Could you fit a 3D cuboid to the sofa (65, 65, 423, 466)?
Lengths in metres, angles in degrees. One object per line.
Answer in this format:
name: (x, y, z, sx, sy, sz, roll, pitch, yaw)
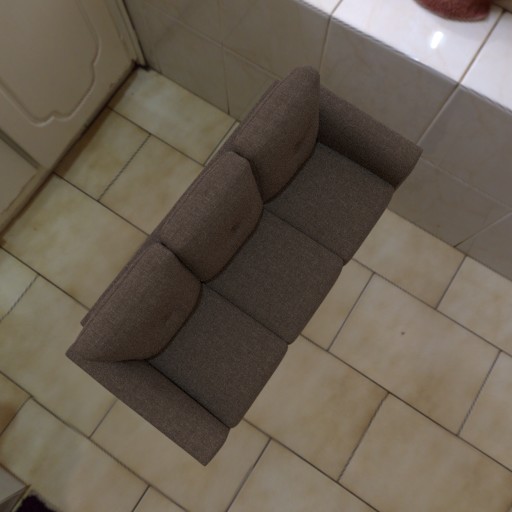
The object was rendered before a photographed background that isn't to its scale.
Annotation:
sofa: (0.000, 0.000, 2.305, 0.837, 0.891, 1.847, 35, 79, 8)
